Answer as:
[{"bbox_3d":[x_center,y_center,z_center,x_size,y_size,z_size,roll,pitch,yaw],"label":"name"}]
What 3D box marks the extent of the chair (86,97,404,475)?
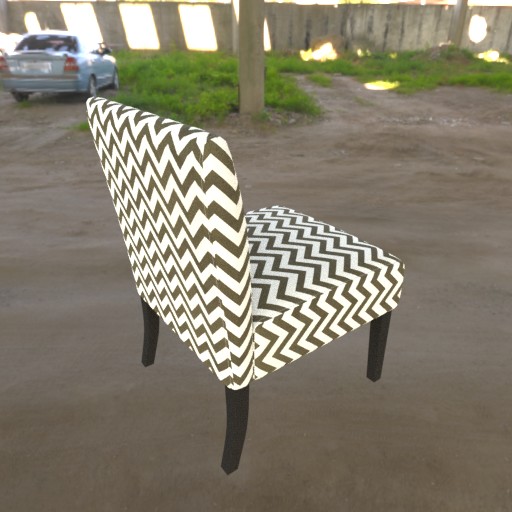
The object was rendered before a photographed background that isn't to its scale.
[{"bbox_3d":[0.000,0.000,1.244,0.648,0.838,0.589,-19,32,-32],"label":"chair"}]
